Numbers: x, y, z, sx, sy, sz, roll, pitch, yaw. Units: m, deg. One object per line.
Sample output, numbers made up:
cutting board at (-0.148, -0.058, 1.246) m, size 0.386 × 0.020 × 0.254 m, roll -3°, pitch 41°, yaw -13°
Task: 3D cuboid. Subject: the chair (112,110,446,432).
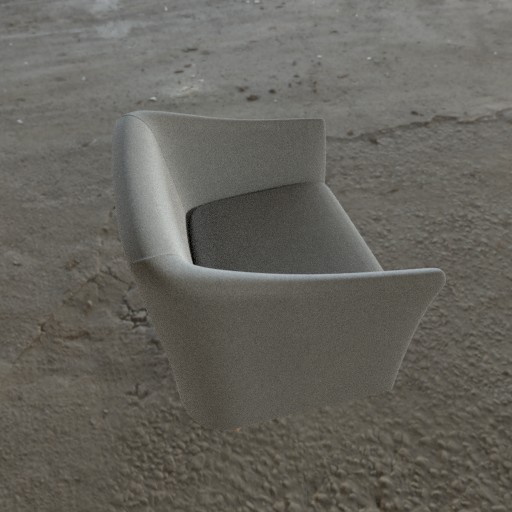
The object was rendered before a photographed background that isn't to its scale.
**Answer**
chair at (0.000, 0.000, 1.347) m, size 0.700 × 0.720 × 0.790 m, roll -11°, pitch 46°, yaw -11°
